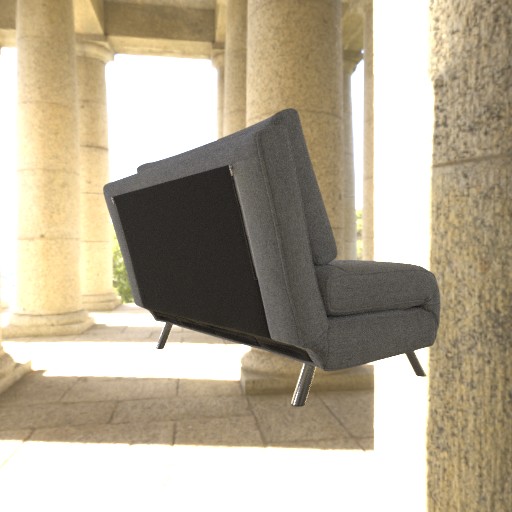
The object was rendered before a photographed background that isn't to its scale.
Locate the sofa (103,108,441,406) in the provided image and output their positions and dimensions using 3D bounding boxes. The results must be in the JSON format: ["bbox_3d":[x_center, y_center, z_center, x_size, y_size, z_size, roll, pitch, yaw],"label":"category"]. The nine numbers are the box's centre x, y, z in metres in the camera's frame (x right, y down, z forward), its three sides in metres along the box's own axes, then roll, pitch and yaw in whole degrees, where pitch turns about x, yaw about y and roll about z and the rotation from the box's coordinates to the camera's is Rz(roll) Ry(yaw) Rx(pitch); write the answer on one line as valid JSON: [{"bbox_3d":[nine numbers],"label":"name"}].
[{"bbox_3d":[0.000,0.000,1.896,0.910,0.910,1.220,-1,1,-37],"label":"sofa"}]
